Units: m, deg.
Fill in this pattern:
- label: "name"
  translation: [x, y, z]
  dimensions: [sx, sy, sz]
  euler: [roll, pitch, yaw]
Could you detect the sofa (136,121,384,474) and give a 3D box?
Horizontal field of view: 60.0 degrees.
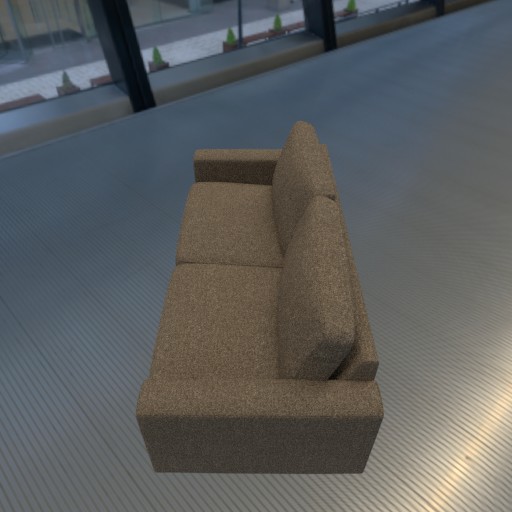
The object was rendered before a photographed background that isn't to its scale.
- label: "sofa"
  translation: [0.000, 0.000, 2.617]
  dimensions: [1.016, 0.873, 2.179]
  euler: [0, 41, 0]
